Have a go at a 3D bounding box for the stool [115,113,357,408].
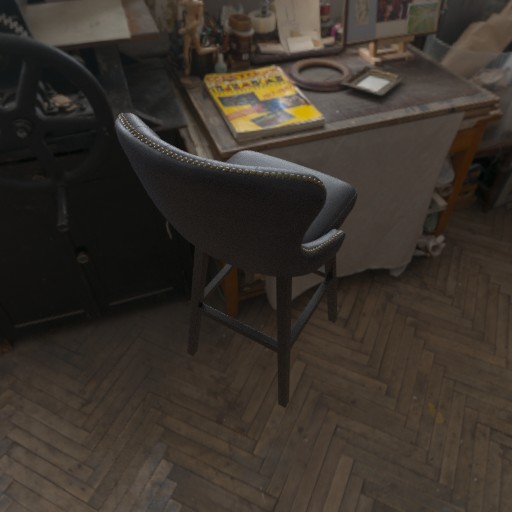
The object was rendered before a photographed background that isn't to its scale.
[{"bbox_3d":[0.000,0.000,1.392,0.528,1.050,0.601,23,50,21],"label":"stool"}]
